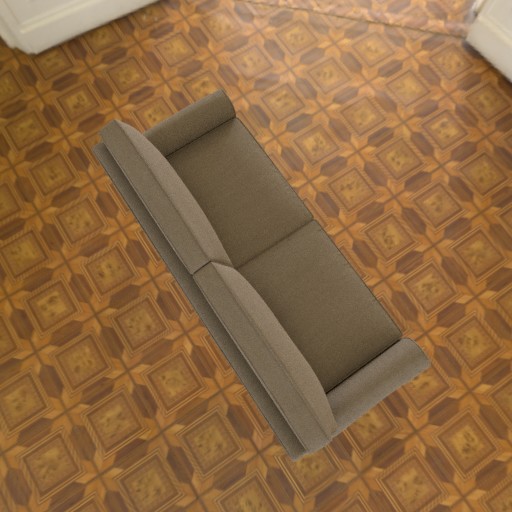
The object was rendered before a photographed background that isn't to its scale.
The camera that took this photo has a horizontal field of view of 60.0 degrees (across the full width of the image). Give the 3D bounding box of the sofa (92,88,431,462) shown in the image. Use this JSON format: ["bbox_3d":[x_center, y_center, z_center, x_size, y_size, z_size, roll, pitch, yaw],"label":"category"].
[{"bbox_3d":[0.000,0.000,2.791,0.991,0.943,2.248,-33,77,-9],"label":"sofa"}]
